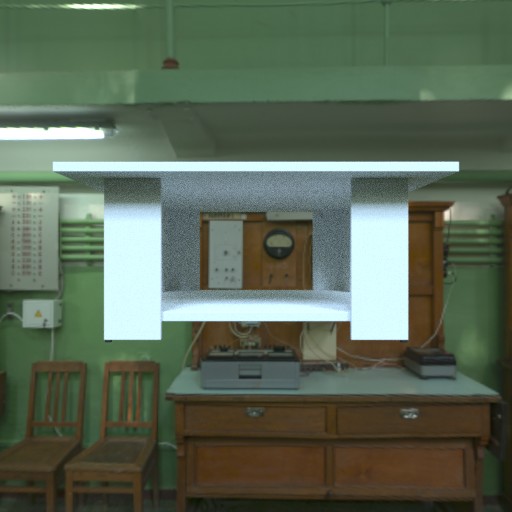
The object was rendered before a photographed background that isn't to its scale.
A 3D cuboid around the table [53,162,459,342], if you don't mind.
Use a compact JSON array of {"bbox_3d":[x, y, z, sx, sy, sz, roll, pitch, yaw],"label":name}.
[{"bbox_3d":[0.000,0.000,1.066,0.670,0.305,0.670,0,0,0],"label":"table"}]
